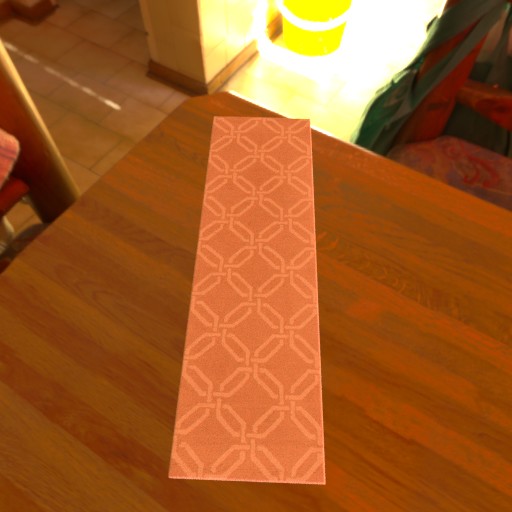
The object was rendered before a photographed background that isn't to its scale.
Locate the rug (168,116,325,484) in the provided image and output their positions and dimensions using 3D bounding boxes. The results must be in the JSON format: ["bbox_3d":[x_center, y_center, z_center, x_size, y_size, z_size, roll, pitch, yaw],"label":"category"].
[{"bbox_3d":[0.000,0.000,2.502,0.678,0.014,2.276,2,58,1],"label":"rug"}]
